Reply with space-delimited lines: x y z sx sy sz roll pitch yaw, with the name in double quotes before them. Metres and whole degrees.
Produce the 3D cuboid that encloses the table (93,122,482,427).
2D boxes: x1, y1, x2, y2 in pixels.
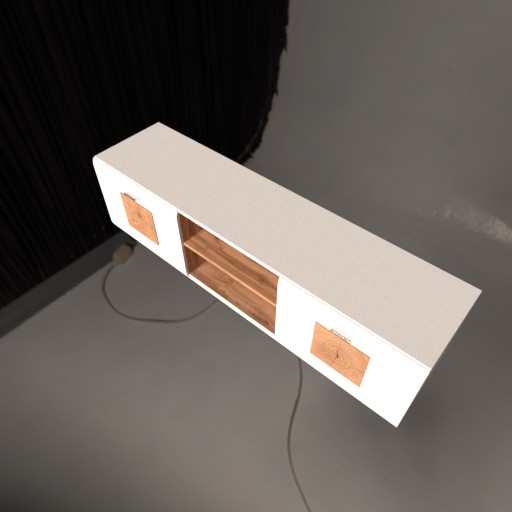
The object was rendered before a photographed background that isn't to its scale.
"table" 0.000 0.000 1.808 1.550 0.440 0.400 32 55 26
